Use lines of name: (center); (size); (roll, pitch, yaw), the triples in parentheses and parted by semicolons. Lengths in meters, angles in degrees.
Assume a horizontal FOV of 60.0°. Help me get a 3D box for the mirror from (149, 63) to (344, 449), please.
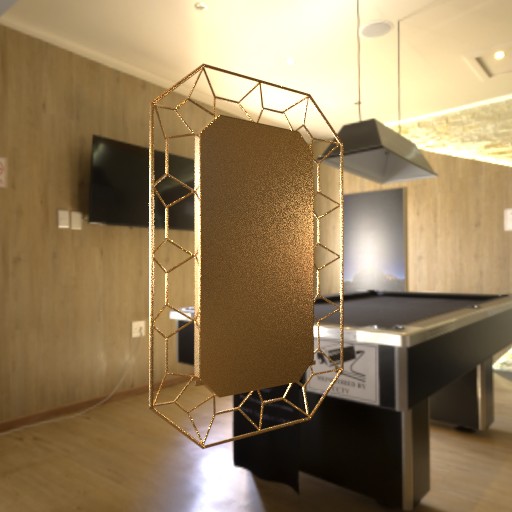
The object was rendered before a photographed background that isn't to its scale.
mirror: (0.000, 0.000, 1.108); (0.572, 0.870, 0.051); (0, -1, -35)
